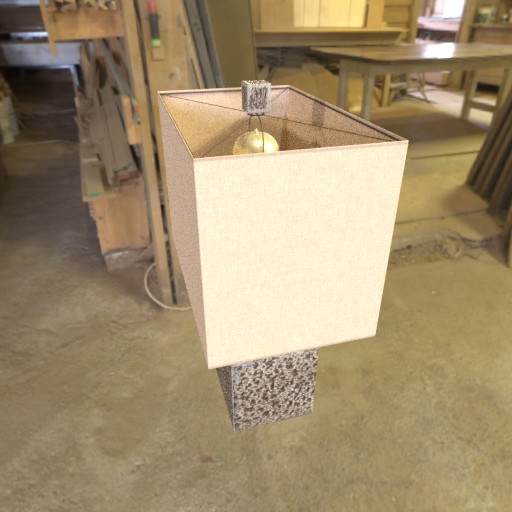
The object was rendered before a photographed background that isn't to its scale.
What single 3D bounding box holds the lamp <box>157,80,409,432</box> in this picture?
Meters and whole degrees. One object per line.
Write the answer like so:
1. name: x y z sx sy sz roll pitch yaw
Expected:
1. lamp: 0.000 0.000 0.557 0.180 0.411 0.294 -8 31 -14
